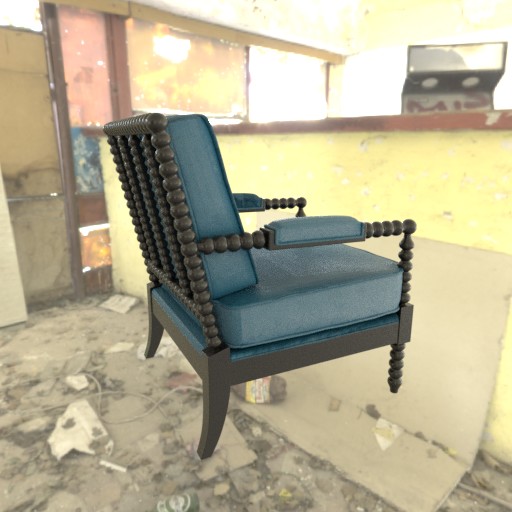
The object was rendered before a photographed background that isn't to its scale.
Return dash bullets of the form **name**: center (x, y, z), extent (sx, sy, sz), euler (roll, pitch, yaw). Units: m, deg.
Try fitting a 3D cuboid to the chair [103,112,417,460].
- **chair**: center (0.000, 0.000, 1.442), extent (0.805, 0.857, 0.688), euler (-7, 16, -26)
